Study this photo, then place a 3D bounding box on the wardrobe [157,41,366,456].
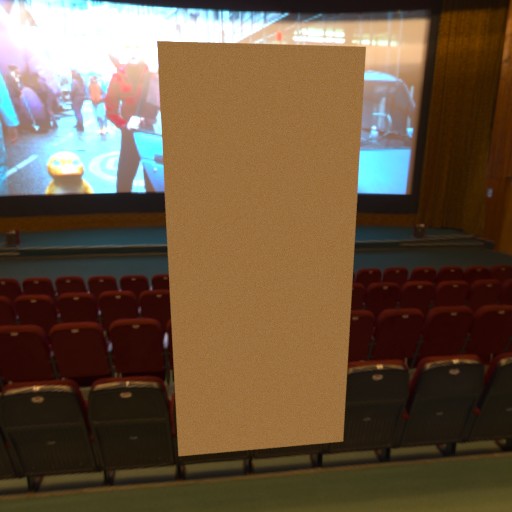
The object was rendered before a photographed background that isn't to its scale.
[{"bbox_3d":[0.000,0.000,2.034,0.760,1.700,0.470,-2,15,-7],"label":"wardrobe"}]
